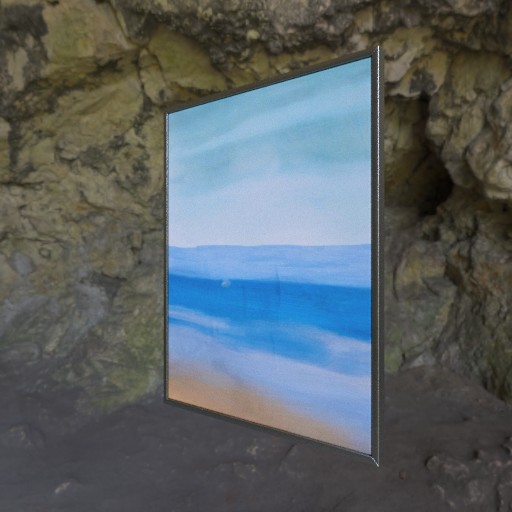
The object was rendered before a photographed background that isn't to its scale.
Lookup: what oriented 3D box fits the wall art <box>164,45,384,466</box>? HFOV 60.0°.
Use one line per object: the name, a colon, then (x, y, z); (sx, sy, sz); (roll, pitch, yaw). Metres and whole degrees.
wall art: (0.000, 0.000, 1.375); (0.803, 1.062, 0.041); (0, 0, 37)
